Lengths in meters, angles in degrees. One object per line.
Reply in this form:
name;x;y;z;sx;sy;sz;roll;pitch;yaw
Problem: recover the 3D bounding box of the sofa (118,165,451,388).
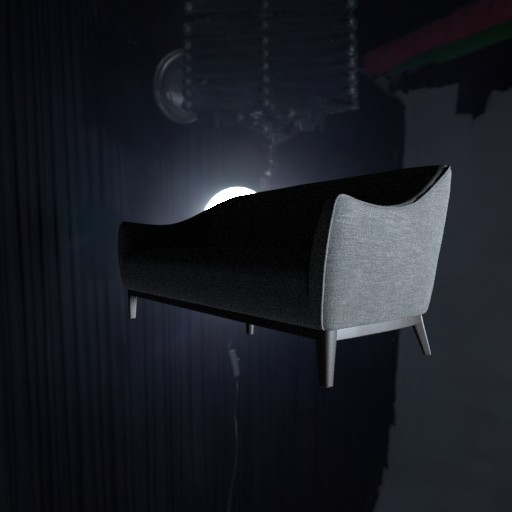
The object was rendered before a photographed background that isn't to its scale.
sofa;0.000;0.000;2.375;0.867;0.829;1.928;-1;2;-37
